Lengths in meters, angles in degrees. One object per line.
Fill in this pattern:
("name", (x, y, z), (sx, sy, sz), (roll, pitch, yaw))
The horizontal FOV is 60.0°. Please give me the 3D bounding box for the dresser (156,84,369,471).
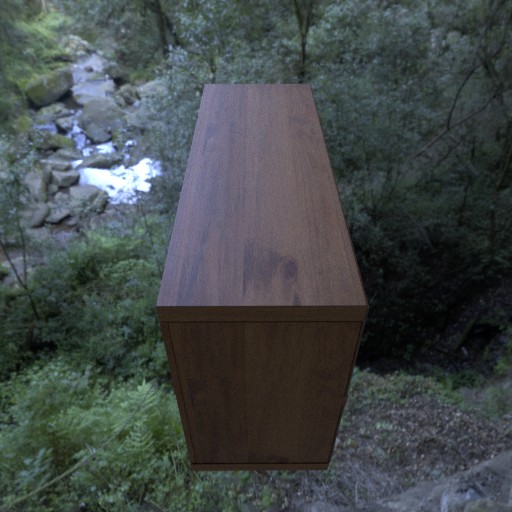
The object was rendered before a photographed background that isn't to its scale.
("dresser", (0.000, 0.000, 1.669), (0.479, 0.825, 1.261), (0, 41, 0))
